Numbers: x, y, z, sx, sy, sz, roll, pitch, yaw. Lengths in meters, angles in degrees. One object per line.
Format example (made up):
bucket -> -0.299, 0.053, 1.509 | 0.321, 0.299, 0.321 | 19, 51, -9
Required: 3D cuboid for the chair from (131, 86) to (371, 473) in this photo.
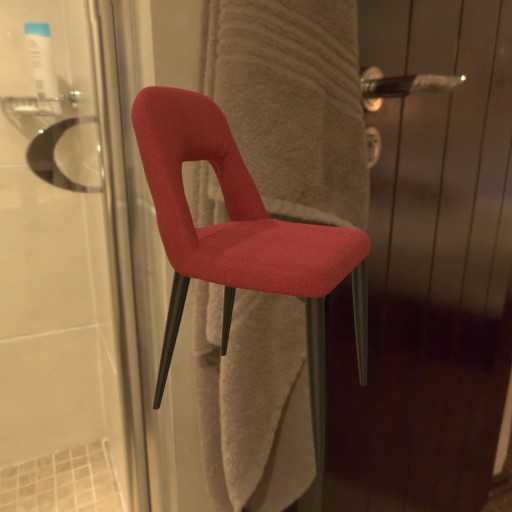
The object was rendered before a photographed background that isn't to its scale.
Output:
chair -> 0.000, 0.000, 1.222 | 0.569, 0.892, 0.483 | 8, 17, 26
